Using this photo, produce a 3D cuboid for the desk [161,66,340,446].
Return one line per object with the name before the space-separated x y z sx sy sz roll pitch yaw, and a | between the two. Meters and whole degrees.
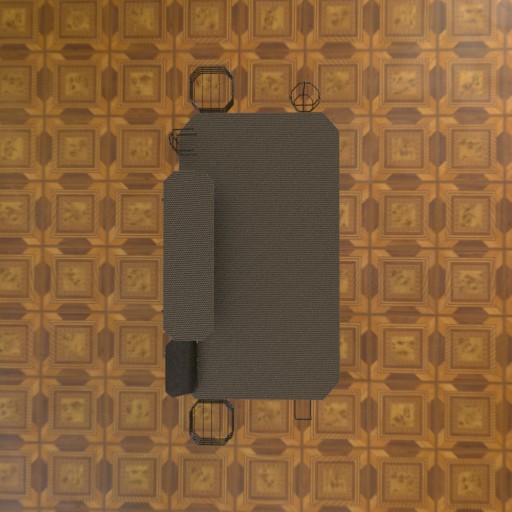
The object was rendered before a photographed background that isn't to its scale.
desk | 0.000 0.000 1.784 0.580 0.880 1.290 0 90 2
